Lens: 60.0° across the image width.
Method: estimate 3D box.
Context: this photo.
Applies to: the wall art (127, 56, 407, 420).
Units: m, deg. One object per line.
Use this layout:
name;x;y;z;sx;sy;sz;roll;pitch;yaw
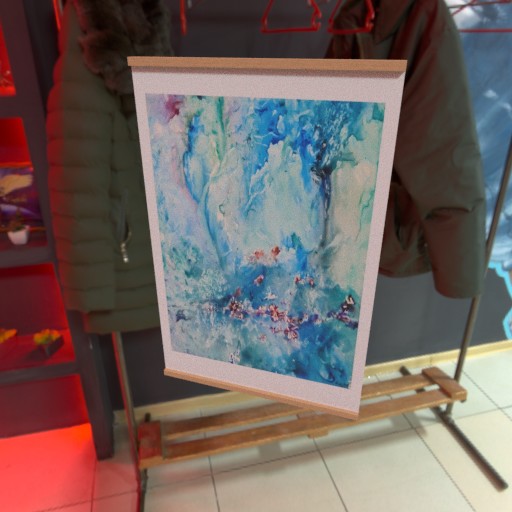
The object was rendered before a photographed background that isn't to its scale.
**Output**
wall art;0.000;0.000;1.854;0.991;1.510;0.040;8;27;16
